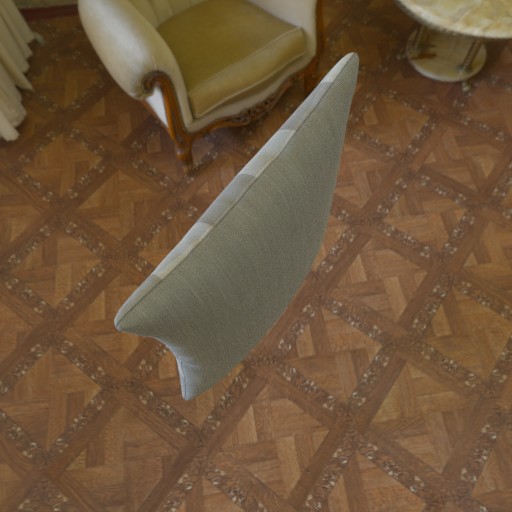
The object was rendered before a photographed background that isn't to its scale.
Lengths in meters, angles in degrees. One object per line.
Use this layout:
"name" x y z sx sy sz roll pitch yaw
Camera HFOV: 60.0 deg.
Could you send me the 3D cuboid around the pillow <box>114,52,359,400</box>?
"pillow" 0.000 0.000 0.783 0.161 0.509 0.511 32 68 15
